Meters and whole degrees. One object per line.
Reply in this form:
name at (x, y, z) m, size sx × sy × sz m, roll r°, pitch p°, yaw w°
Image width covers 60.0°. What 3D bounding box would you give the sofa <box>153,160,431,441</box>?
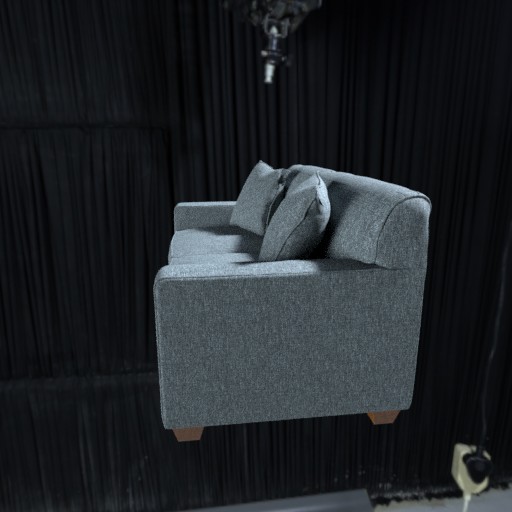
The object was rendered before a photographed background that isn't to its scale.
sofa at (0.000, 0.000, 2.419) m, size 0.998 × 0.958 × 1.846 m, roll -2°, pitch 15°, yaw -8°
